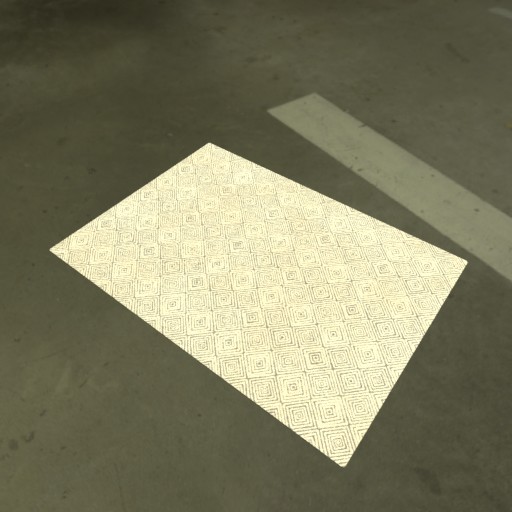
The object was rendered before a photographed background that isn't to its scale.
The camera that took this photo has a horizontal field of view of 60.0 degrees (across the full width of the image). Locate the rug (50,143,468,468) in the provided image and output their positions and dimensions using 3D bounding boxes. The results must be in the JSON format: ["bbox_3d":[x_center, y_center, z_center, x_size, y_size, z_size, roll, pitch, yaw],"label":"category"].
[{"bbox_3d":[0.000,0.000,2.904,2.238,0.008,1.593,30,54,24],"label":"rug"}]
